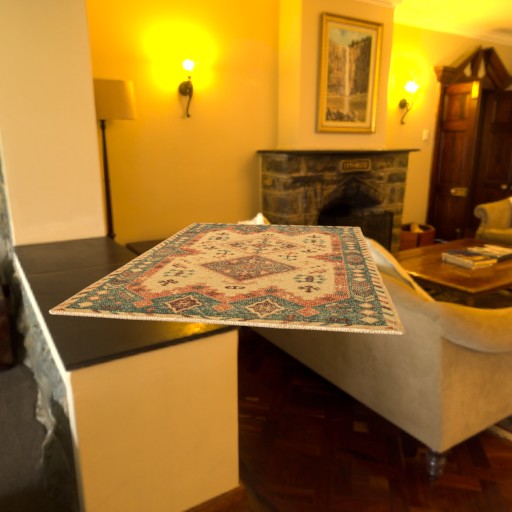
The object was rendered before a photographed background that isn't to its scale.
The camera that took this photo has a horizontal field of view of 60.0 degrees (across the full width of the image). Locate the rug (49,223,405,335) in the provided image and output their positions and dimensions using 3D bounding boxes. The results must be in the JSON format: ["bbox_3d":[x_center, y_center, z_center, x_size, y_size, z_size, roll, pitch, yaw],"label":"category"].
[{"bbox_3d":[0.000,0.000,2.356,1.225,0.015,1.840,2,14,8],"label":"rug"}]
